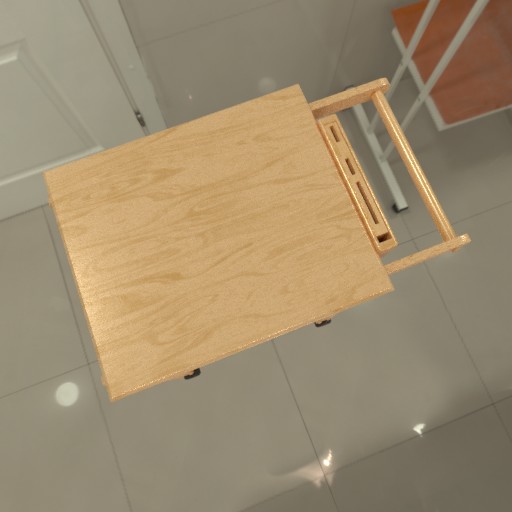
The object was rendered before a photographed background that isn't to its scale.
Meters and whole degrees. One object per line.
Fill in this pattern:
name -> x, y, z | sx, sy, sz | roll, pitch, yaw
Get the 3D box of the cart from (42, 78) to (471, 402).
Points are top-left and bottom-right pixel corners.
cart -> 0.000, 0.000, 1.340 | 0.843, 0.816, 0.520 | -21, 77, -5
